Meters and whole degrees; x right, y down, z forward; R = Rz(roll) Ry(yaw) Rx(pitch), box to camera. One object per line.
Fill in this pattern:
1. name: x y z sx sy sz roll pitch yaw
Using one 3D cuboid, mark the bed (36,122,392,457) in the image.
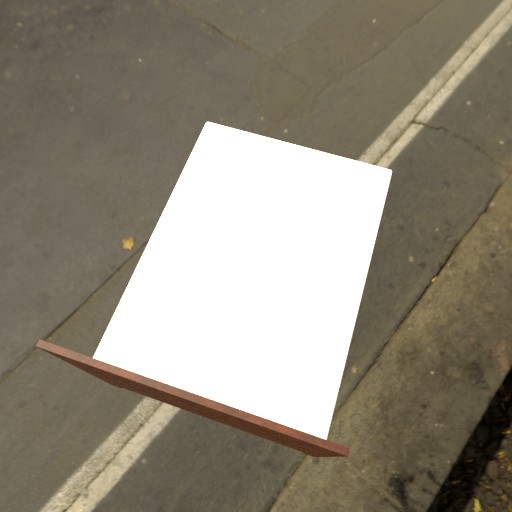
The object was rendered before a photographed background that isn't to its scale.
1. bed: 0.000 0.000 3.120 1.600 1.270 2.184 17 67 7
